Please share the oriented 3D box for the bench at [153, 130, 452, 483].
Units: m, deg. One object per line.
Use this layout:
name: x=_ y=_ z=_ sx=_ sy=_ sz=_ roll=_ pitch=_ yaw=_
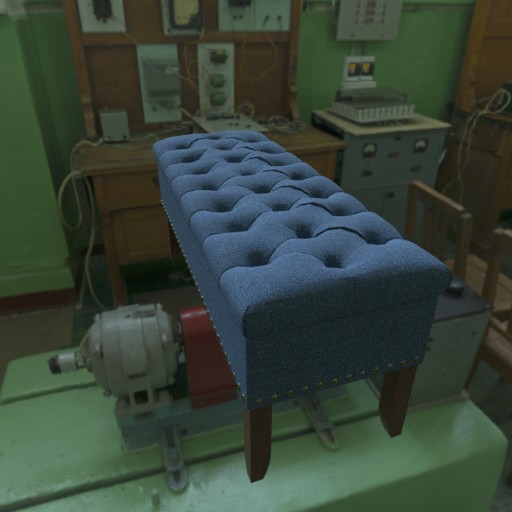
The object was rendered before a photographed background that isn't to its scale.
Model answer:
bench: x=0.000 y=0.000 z=1.285 sx=0.417 sy=0.492 sz=1.052 roll=-10 pitch=31 yaw=-16
